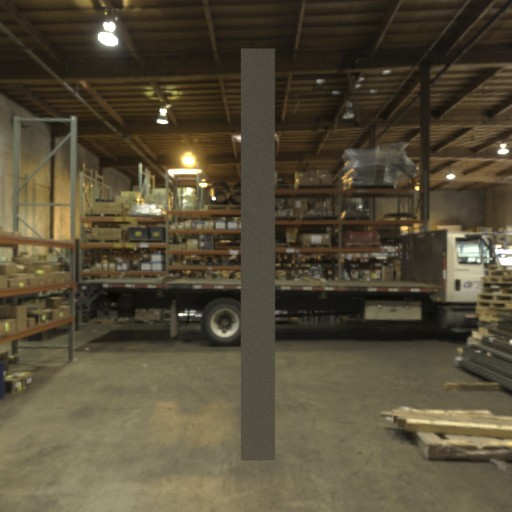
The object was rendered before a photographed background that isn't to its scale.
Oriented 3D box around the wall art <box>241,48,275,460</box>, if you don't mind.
[{"bbox_3d":[0.000,0.000,1.391,0.066,0.801,1.056,0,0,0],"label":"wall art"}]
